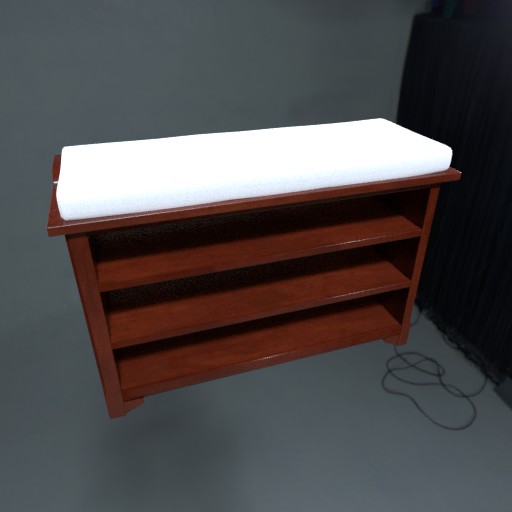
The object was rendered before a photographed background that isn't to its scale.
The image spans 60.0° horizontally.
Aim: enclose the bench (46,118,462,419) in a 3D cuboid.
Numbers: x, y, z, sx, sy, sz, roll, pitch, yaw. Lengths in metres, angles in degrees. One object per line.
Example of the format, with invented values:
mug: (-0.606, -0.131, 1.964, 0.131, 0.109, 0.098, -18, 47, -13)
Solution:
bench: (0.000, 0.000, 1.284, 0.987, 0.646, 0.369, -10, 32, -16)
